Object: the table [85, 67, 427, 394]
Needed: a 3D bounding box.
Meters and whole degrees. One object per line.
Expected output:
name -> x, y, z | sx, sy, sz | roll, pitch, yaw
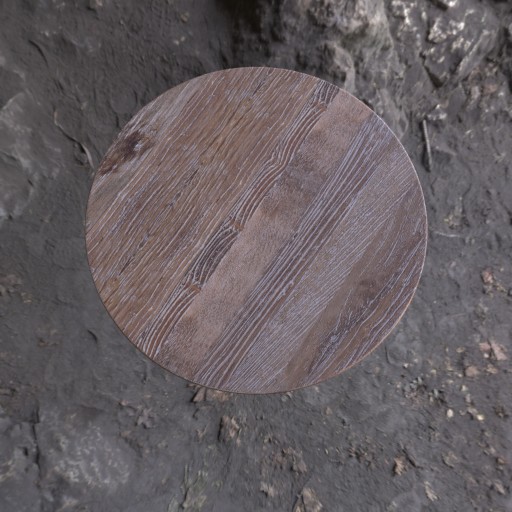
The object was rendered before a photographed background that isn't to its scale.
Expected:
table -> 0.000, 0.000, 0.889 | 0.500, 0.500, 0.500 | 0, 76, 0
